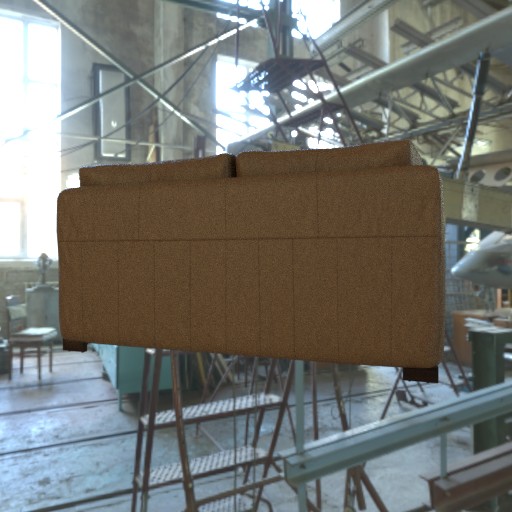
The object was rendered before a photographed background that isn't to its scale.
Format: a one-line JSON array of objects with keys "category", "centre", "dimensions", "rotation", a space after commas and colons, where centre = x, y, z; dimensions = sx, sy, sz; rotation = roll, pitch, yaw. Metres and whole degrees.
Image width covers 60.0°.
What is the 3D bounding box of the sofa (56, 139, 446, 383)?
[{"category": "sofa", "centre": [0.000, 0.000, 2.408], "dimensions": [1.855, 0.980, 0.962], "rotation": [0, 0, 19]}]
